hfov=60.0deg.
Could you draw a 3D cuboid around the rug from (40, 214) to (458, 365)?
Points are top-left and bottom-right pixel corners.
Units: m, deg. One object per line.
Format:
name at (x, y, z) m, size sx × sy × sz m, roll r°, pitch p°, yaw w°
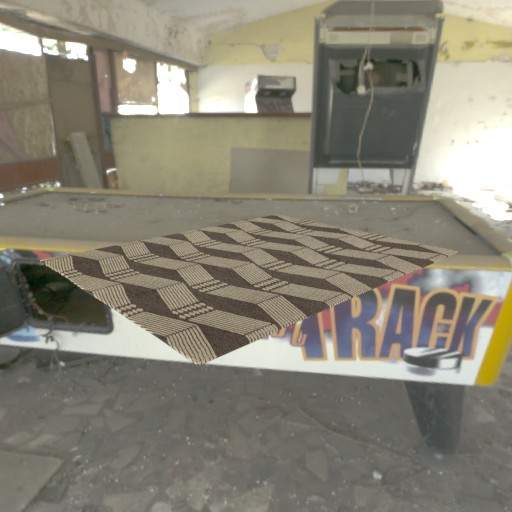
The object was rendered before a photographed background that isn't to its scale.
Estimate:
rug at (0.000, 0.000, 4.107) m, size 3.048 × 0.016 × 2.438 m, roll -15°, pitch 22°, yaw -40°
